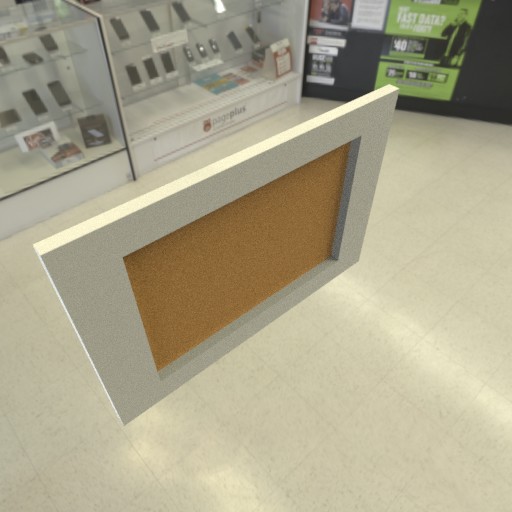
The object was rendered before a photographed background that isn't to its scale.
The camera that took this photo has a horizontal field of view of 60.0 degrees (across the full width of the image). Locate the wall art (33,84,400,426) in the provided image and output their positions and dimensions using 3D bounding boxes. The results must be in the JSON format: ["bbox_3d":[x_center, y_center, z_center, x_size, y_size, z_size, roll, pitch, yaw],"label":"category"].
[{"bbox_3d":[0.000,0.000,1.123,0.906,0.617,0.033,-31,53,-27],"label":"wall art"}]
